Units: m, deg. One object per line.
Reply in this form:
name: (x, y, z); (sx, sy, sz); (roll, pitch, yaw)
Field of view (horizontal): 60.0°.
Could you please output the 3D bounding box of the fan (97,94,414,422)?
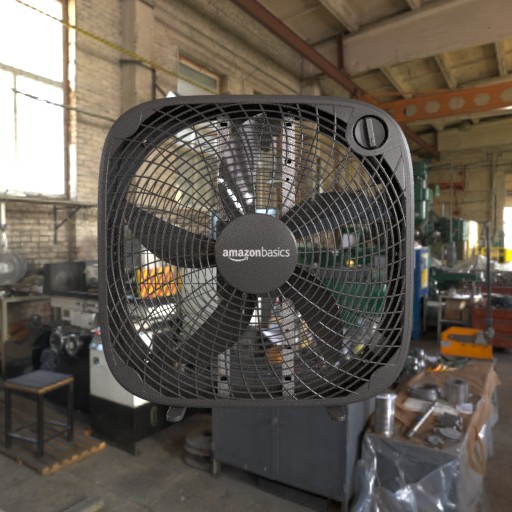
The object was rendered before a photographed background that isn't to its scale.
fan: (0.000, 0.000, 0.775); (0.526, 0.533, 0.142); (0, 2, 0)
